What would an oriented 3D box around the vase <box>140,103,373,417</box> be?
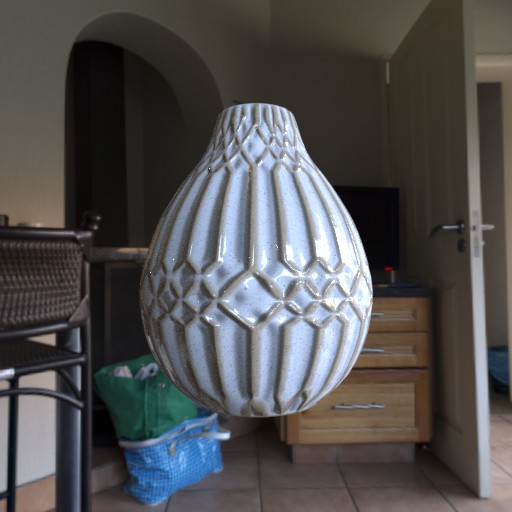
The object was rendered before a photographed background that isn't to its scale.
[{"bbox_3d":[0.000,0.000,0.314,0.159,0.200,0.159,0,-2,0],"label":"vase"}]
